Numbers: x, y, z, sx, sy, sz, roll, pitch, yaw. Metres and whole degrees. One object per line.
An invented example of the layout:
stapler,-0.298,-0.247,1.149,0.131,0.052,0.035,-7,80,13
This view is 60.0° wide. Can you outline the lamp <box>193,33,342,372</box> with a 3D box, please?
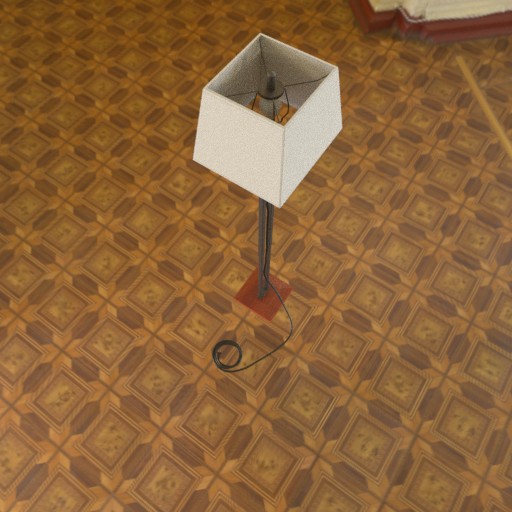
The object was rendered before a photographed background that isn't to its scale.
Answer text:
lamp,0.000,0.000,1.984,0.472,1.712,0.745,31,67,15
